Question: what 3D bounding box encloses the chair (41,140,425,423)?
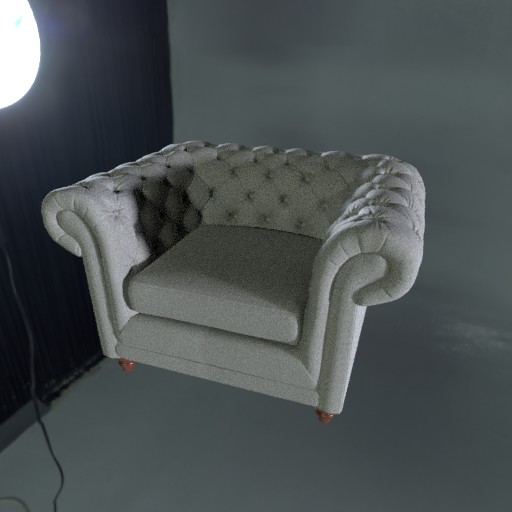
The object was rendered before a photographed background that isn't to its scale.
[{"bbox_3d":[0.000,0.000,1.869,1.270,0.770,0.976,9,27,17],"label":"chair"}]
